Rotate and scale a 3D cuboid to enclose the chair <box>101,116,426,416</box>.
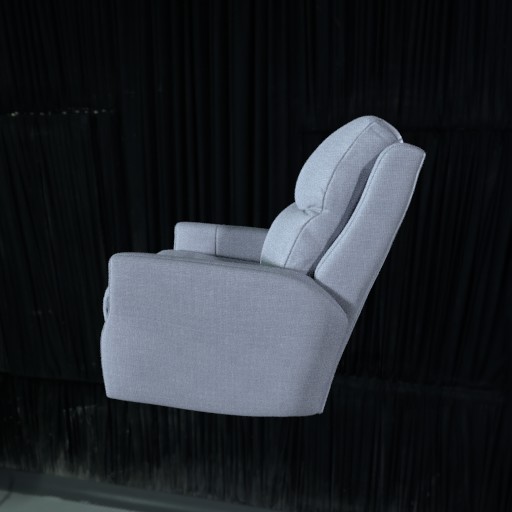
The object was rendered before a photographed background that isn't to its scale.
[{"bbox_3d":[0.000,0.000,1.759,1.080,1.030,0.829,2,14,8],"label":"chair"}]
